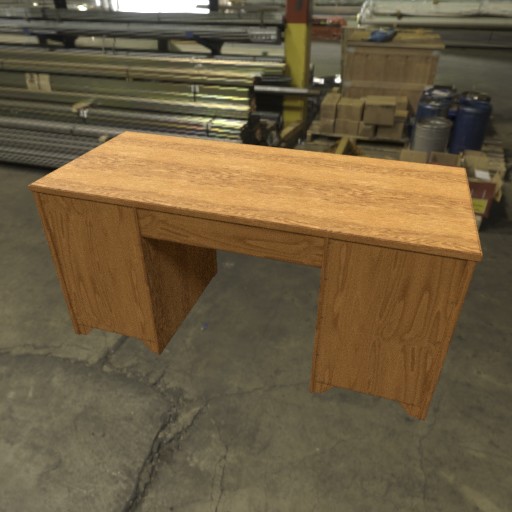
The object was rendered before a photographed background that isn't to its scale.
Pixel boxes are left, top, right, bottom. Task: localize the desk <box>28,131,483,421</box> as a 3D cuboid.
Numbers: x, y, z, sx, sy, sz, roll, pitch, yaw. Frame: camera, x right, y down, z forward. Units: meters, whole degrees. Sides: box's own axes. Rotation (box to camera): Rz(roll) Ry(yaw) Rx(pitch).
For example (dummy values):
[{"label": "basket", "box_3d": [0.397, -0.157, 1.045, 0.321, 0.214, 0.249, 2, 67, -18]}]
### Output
[{"label": "desk", "box_3d": [0.000, 0.000, 1.930, 1.567, 0.751, 0.685, 10, 35, 15]}]
